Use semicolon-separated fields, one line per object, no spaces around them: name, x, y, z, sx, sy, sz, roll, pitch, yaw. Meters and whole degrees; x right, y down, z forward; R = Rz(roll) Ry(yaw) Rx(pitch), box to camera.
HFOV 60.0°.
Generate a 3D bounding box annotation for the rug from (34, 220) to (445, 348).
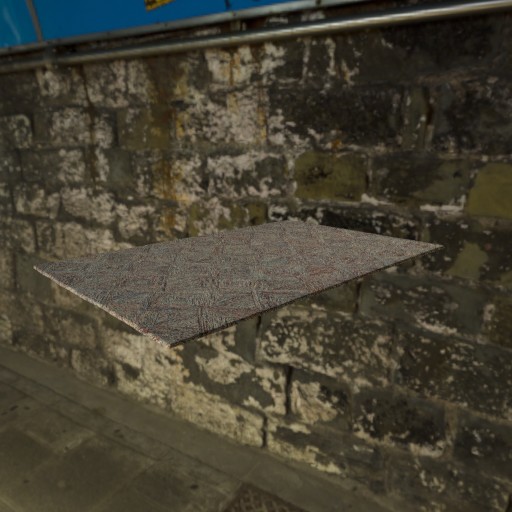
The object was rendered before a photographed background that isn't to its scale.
rug;0.000;0.000;2.216;1.761;0.014;1.143;-14;20;-42
